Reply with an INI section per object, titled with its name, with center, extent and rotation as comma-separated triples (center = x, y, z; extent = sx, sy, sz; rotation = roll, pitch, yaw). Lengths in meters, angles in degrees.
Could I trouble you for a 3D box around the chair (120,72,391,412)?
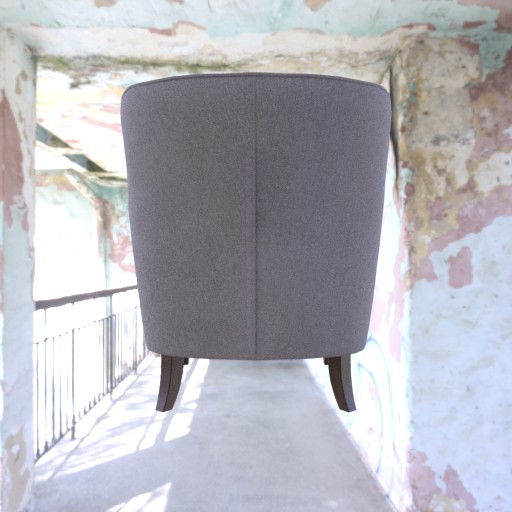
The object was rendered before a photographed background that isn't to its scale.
[chair]
center = 0.000, 0.000, 1.524
extent = 0.781, 0.919, 0.910
rotation = 0, 0, 0
